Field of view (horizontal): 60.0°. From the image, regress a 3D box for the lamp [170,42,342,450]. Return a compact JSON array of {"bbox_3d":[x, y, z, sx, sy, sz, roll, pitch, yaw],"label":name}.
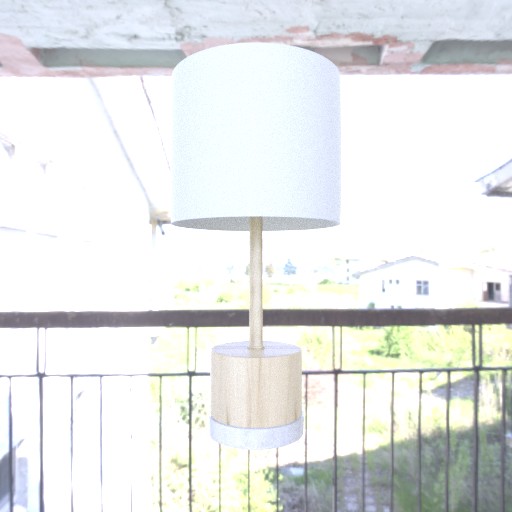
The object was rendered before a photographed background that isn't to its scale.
[{"bbox_3d":[0.000,0.000,0.601,0.229,0.470,0.229,0,-1,-1],"label":"lamp"}]
